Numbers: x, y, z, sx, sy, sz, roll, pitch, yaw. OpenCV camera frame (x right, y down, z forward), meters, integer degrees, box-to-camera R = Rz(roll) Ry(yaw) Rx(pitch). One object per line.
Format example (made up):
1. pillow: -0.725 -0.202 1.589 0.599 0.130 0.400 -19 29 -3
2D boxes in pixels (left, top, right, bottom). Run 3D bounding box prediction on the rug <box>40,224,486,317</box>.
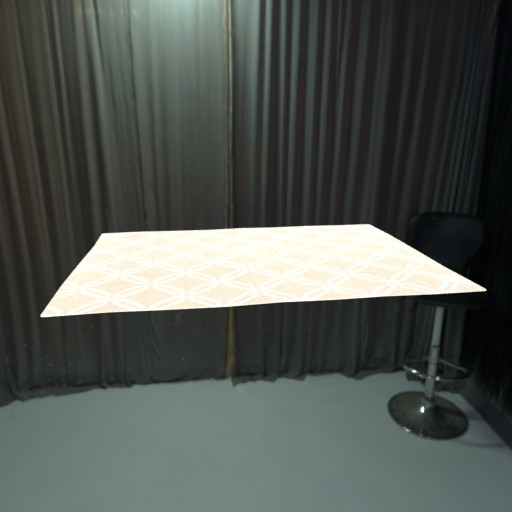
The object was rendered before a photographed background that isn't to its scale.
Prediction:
1. rug: 0.000 0.000 2.781 2.135 0.013 1.524 -2 17 -8
